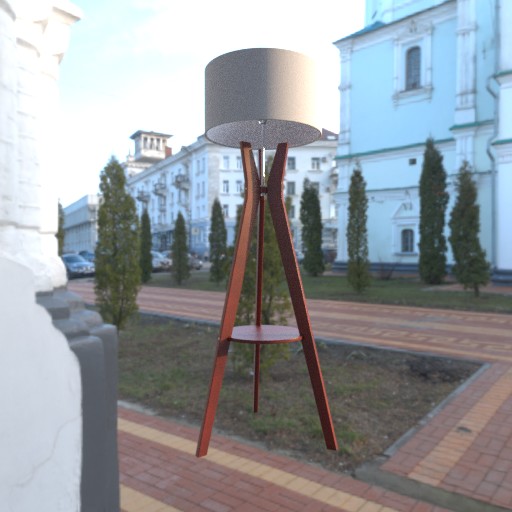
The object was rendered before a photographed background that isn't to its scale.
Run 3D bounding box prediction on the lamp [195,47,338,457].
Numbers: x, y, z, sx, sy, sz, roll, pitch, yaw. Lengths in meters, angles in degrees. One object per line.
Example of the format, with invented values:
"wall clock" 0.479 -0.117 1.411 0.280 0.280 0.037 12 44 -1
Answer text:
"lamp" 0.000 0.000 1.779 0.542 1.472 0.539 0 1 -36
